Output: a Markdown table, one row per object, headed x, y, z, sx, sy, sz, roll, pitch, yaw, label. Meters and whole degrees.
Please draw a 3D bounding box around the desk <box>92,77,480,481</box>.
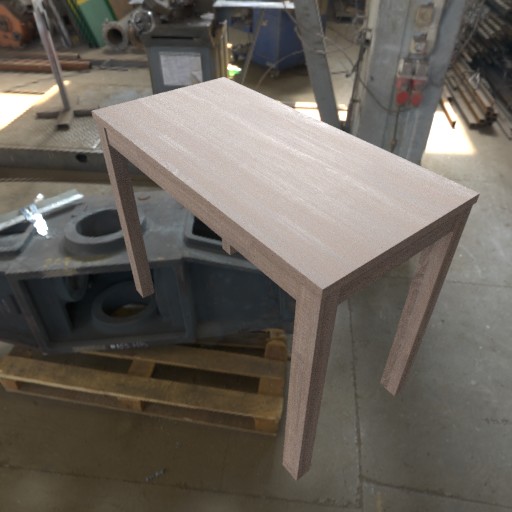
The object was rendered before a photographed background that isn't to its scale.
| x | y | z | sx | sy | sz | roll | pitch | yaw | label |
| --- | --- | --- | --- | --- | --- | --- | --- | --- | --- |
| 0.000 | 0.000 | 1.417 | 0.495 | 0.762 | 0.991 | -27 | 47 | -28 | desk |
